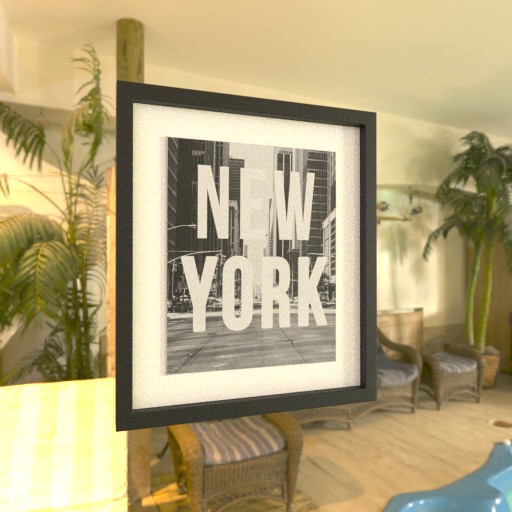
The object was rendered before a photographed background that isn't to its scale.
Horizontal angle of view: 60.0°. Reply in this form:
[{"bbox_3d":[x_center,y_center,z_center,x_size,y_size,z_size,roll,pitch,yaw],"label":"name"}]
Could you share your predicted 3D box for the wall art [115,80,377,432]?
[{"bbox_3d":[0.000,0.000,0.544,0.328,0.381,0.028,0,0,-19],"label":"wall art"}]
